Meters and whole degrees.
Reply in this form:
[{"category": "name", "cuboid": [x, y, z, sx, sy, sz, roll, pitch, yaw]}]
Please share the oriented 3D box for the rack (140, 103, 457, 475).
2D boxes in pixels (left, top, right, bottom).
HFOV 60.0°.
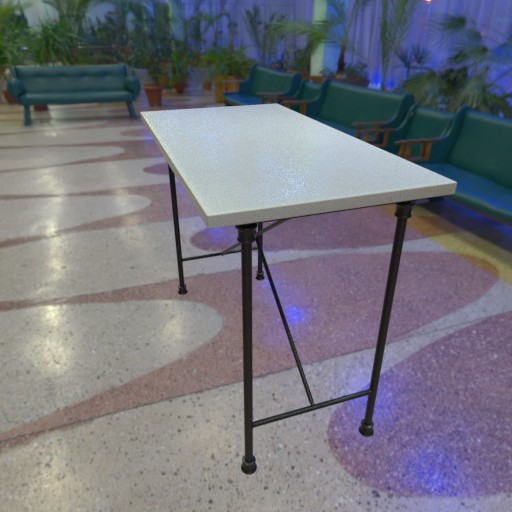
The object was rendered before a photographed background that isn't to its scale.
[{"category": "rack", "cuboid": [0.000, 0.000, 1.658, 0.613, 0.880, 1.159, -9, 30, -17]}]
